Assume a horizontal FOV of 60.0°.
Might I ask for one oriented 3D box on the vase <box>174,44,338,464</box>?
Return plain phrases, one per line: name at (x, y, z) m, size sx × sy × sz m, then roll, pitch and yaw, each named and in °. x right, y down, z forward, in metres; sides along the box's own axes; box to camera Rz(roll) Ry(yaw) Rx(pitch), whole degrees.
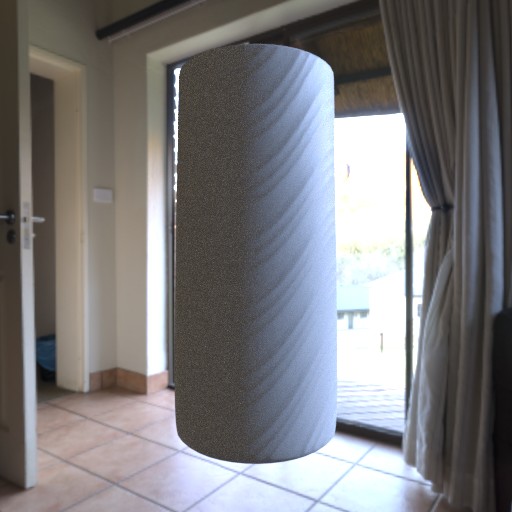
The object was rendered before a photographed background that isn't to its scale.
vase at (0.000, 0.000, 0.397) m, size 0.143 × 0.316 × 0.143 m, roll 0°, pitch -1°, yaw 0°
